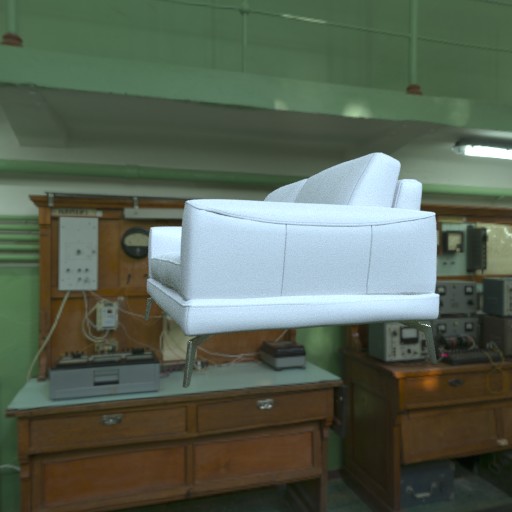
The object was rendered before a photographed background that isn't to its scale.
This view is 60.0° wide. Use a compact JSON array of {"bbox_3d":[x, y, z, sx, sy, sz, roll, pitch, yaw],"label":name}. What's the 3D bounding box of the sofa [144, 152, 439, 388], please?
[{"bbox_3d":[0.000,0.000,2.518,1.121,0.930,1.819,0,0,-18],"label":"sofa"}]
